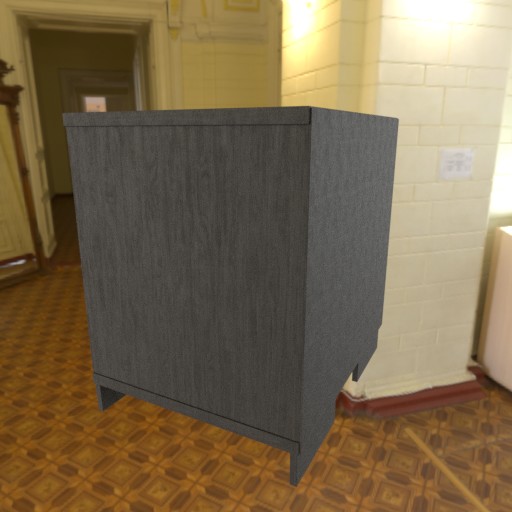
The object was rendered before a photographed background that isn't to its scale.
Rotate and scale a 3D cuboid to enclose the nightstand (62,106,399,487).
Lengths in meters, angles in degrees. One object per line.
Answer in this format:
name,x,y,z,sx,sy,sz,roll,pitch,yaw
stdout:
nightstand,0.000,0.000,0.742,0.347,0.448,0.427,8,18,27
